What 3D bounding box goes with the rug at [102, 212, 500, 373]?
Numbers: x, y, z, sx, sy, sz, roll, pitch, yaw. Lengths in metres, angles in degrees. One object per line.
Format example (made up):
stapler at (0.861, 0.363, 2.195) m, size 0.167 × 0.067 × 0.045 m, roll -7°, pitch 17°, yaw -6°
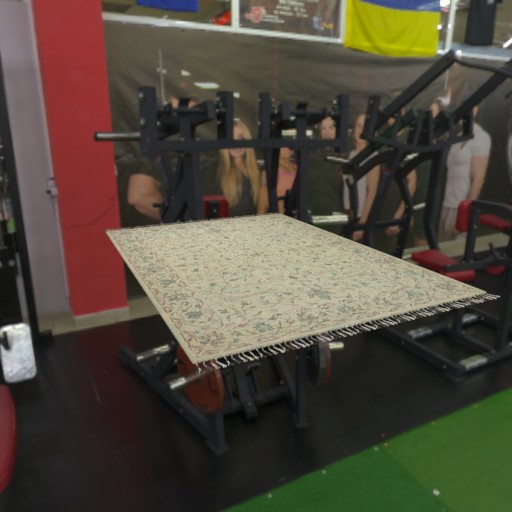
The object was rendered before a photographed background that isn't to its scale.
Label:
rug at (0.000, 0.000, 2.230) m, size 1.247 × 0.008 × 1.802 m, roll -8°, pitch 19°, yaw -25°
